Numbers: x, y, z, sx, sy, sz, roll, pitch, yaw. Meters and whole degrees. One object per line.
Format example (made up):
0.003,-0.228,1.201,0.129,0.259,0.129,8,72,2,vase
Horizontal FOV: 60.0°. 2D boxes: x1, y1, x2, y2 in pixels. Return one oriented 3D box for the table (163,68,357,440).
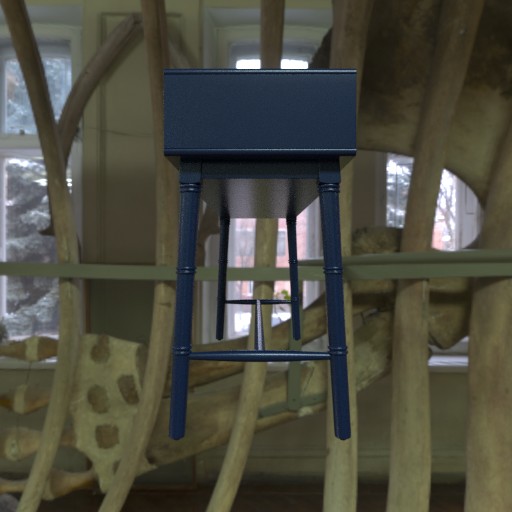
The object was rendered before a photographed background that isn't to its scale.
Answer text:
0.000,0.000,1.433,0.399,0.749,1.118,0,0,0,table
